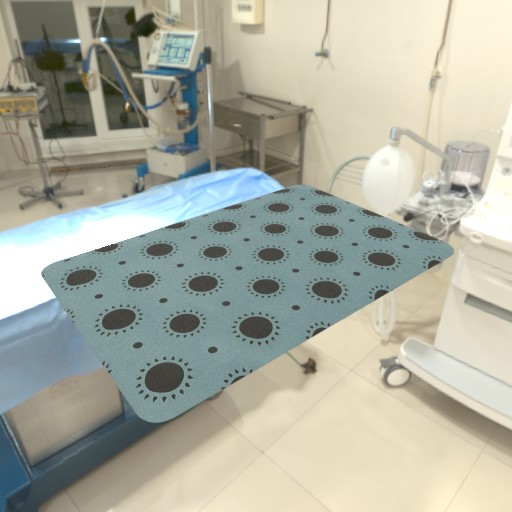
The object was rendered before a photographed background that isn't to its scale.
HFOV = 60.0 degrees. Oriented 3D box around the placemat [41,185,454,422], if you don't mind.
[{"bbox_3d":[0.000,0.000,0.948,0.762,0.021,0.508,-22,37,-32],"label":"placemat"}]
